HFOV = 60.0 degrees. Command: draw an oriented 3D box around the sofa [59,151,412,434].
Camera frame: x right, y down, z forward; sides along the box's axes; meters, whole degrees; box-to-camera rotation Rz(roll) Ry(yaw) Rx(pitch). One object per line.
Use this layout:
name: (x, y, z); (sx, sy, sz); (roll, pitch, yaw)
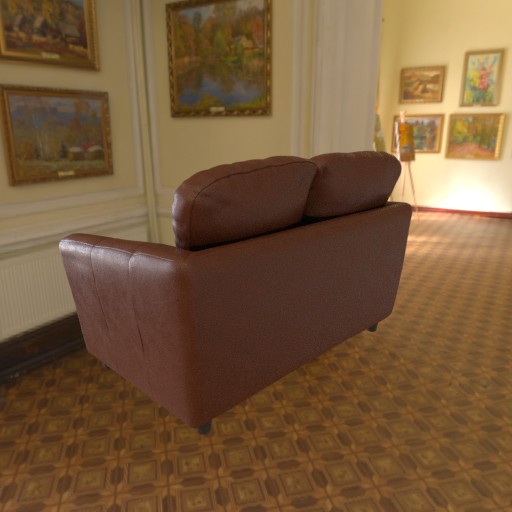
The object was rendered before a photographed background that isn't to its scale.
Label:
sofa: (0.000, 0.000, 1.961); (0.805, 0.906, 1.406); (15, 22, 42)
